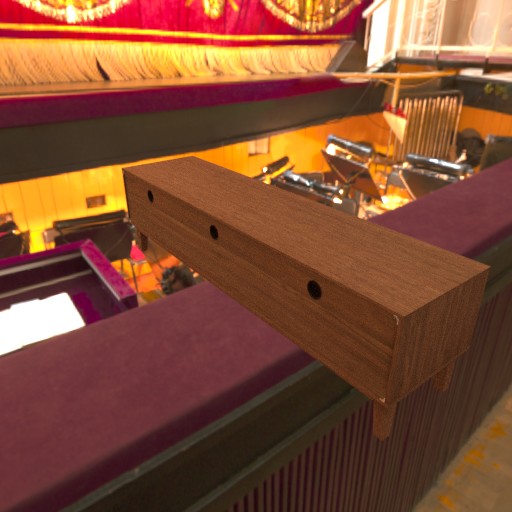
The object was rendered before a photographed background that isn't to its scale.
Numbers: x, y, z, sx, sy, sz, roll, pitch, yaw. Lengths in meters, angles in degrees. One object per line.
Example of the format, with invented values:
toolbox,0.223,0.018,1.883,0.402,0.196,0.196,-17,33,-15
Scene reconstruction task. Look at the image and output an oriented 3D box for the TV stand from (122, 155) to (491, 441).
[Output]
TV stand,0.000,0.000,1.646,0.366,0.409,1.482,-19,32,-33
